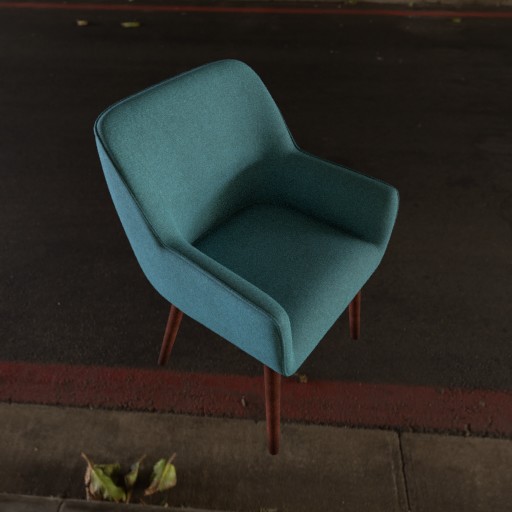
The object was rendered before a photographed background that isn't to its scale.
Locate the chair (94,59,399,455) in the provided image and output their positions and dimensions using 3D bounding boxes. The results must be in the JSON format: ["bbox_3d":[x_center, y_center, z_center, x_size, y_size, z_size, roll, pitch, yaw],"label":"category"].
[{"bbox_3d":[0.000,0.000,1.152,0.519,0.803,0.543,27,49,26],"label":"chair"}]
